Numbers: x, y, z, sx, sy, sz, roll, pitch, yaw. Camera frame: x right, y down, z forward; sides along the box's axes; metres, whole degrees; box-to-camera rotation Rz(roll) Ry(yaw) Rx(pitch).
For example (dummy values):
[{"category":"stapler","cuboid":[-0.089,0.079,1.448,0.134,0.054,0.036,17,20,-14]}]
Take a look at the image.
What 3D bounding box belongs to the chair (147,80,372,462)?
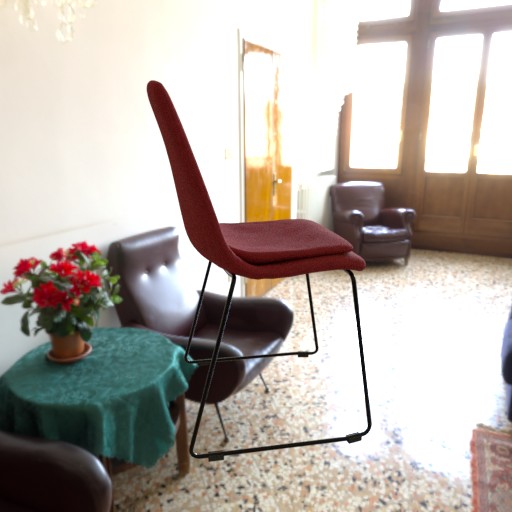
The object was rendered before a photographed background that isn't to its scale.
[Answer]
[{"category":"chair","cuboid":[0.000,0.000,1.183,0.518,0.858,0.479,-3,15,-10]}]
